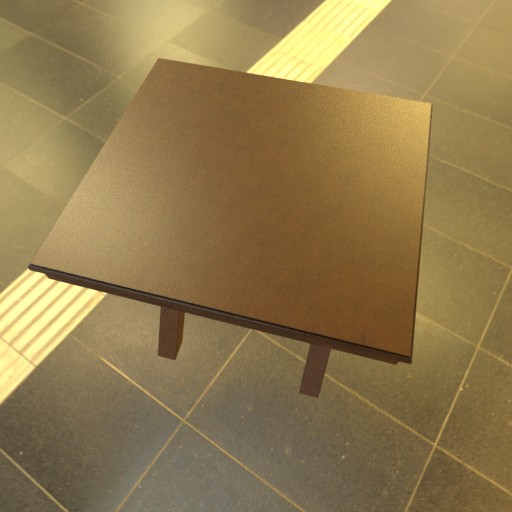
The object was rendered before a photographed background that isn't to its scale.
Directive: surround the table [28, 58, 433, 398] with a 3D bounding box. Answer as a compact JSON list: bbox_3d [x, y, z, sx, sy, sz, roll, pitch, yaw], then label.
[{"bbox_3d":[0.000,0.000,1.039,0.602,0.562,0.560,13,59,8],"label":"table"}]
